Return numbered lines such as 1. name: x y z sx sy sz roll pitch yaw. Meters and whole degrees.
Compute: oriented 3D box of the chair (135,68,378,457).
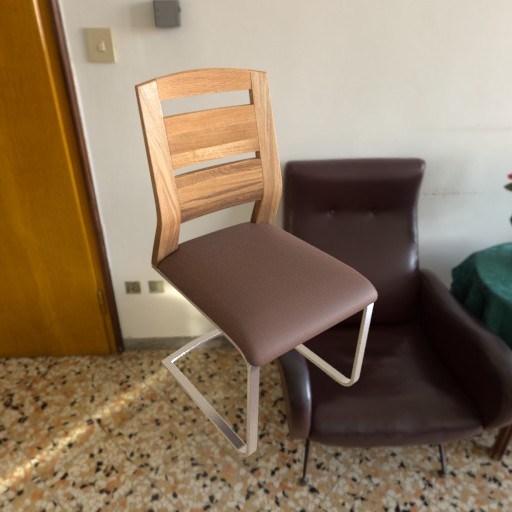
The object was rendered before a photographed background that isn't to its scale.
1. chair: 0.000 0.000 1.293 0.460 0.970 0.570 -21 36 -33
